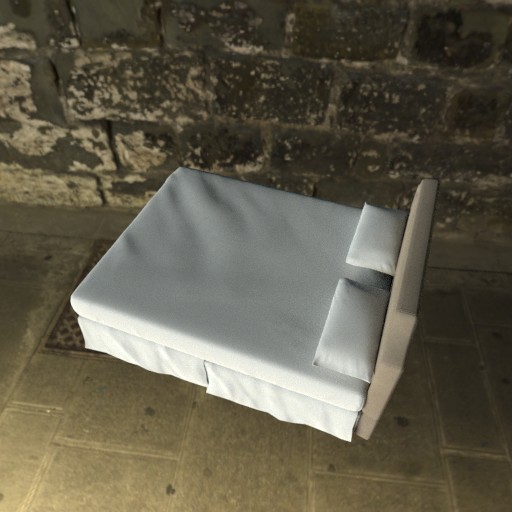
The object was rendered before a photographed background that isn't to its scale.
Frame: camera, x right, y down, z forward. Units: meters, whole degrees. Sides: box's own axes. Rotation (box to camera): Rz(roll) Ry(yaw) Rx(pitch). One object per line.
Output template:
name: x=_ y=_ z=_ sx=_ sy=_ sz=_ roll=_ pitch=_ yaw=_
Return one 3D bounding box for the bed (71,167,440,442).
bed: x=0.000 y=0.000 z=3.695 sx=2.498 sy=1.293 sz=1.977 roll=16 pitch=49 yaw=14
